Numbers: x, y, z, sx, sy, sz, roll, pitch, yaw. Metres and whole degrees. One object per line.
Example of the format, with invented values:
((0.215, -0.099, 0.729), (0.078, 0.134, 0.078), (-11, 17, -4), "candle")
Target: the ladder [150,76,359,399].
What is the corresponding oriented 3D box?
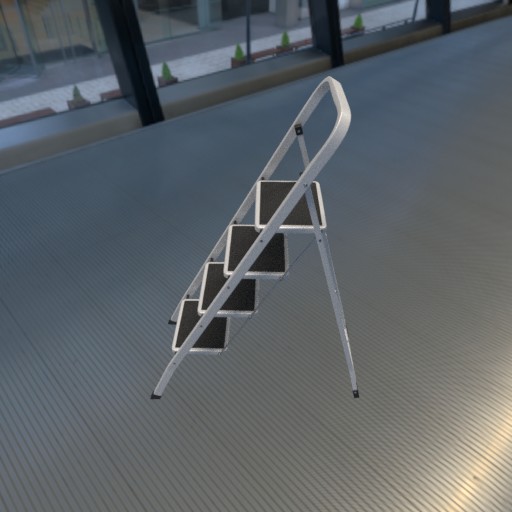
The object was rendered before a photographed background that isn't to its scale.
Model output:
((0.000, 0.000, 1.706), (0.914, 1.265, 0.460), (1, 39, 1), "ladder")
